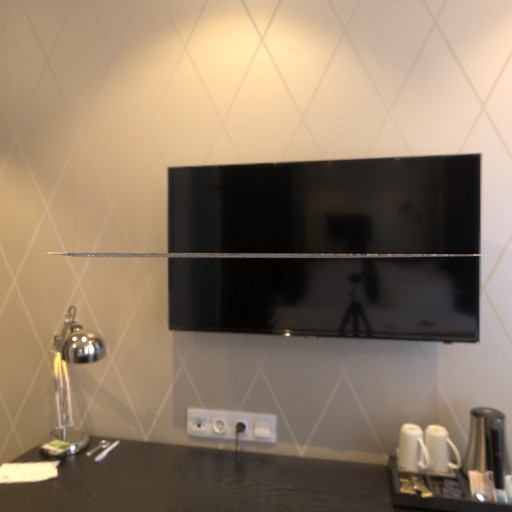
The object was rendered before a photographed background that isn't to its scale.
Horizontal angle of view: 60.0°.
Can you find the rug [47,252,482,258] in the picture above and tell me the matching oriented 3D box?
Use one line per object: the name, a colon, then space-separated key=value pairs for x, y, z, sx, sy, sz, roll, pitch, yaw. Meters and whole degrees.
rug: x=0.000 y=0.000 z=4.294 sx=3.422 sy=0.015 sz=2.143 roll=0 pitch=-1 yaw=-18
